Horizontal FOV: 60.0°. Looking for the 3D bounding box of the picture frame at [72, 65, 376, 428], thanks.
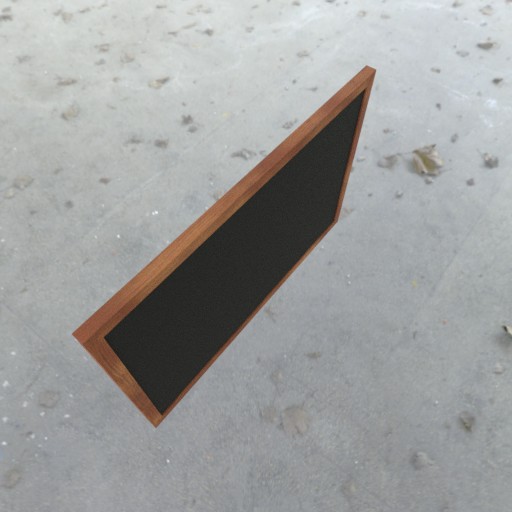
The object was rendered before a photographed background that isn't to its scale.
[{"bbox_3d":[0.000,0.000,1.206,0.029,0.640,0.950,34,63,20],"label":"picture frame"}]
